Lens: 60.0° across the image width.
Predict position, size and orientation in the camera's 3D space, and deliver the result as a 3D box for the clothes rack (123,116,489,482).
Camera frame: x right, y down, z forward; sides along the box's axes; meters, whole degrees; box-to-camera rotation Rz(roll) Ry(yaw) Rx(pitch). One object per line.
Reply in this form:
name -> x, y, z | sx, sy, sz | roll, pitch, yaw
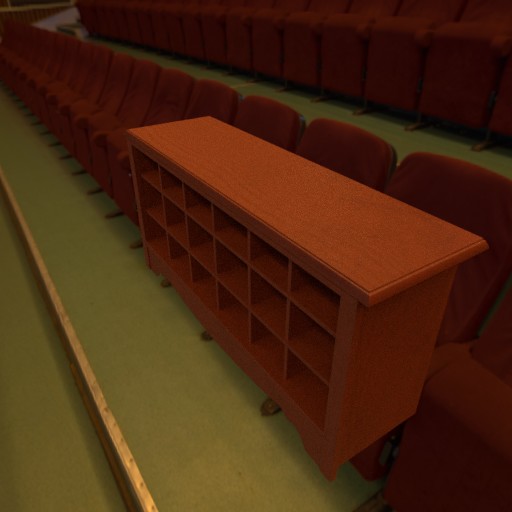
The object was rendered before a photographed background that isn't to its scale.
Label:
clothes rack -> 0.000, 0.000, 1.453 | 0.362, 0.594, 1.251 | -19, 37, -28
